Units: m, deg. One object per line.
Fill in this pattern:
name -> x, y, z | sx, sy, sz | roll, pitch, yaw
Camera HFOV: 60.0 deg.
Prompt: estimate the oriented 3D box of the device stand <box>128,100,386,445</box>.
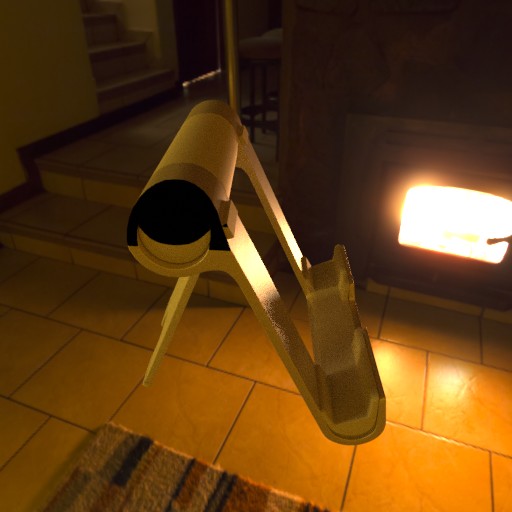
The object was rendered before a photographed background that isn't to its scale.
device stand -> 0.000, 0.000, 0.151 | 0.079, 0.084, 0.086 | 1, 32, 1
